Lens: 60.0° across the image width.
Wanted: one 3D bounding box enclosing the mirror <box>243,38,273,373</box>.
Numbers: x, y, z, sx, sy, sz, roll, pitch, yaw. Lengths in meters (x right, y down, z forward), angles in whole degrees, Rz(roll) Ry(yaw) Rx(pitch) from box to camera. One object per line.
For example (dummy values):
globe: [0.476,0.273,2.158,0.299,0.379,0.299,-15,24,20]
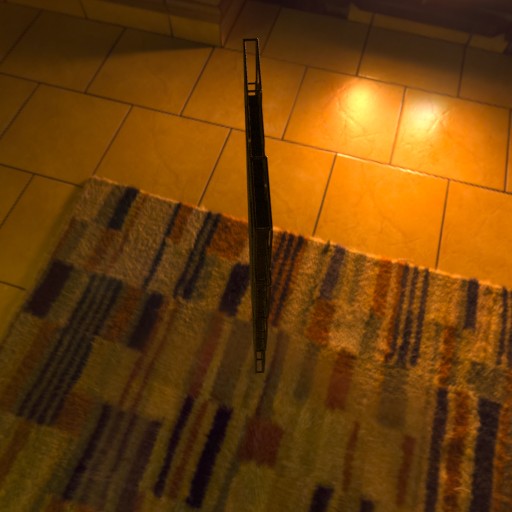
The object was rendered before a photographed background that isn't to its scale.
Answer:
mirror: [0.000,0.000,1.402,0.037,1.192,0.565,-3,64,-1]
